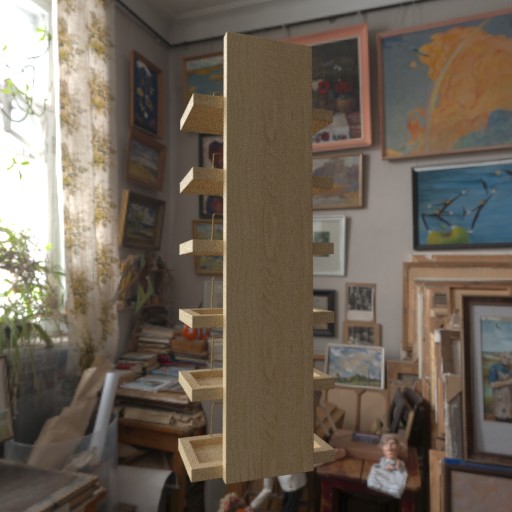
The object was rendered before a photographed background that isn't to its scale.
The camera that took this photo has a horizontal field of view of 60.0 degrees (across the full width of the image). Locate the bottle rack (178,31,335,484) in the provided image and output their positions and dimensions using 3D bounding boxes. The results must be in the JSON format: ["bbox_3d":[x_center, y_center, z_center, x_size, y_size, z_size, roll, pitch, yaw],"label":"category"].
[{"bbox_3d":[0.000,0.000,1.051,0.330,0.943,0.206,1,-2,-18],"label":"bottle rack"}]
